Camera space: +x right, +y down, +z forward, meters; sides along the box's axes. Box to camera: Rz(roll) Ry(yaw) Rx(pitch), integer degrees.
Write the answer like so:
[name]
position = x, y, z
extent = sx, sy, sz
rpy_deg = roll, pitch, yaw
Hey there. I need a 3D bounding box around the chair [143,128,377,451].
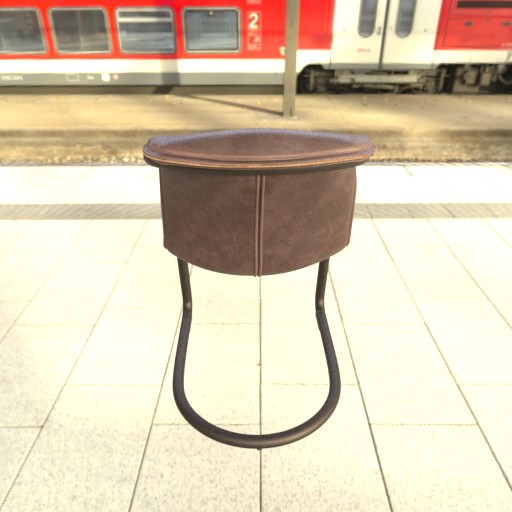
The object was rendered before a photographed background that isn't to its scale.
[chair]
position = 0.000, 0.000, 1.261
extent = 0.536, 0.836, 0.664
rpy_deg = -1, 30, -1
